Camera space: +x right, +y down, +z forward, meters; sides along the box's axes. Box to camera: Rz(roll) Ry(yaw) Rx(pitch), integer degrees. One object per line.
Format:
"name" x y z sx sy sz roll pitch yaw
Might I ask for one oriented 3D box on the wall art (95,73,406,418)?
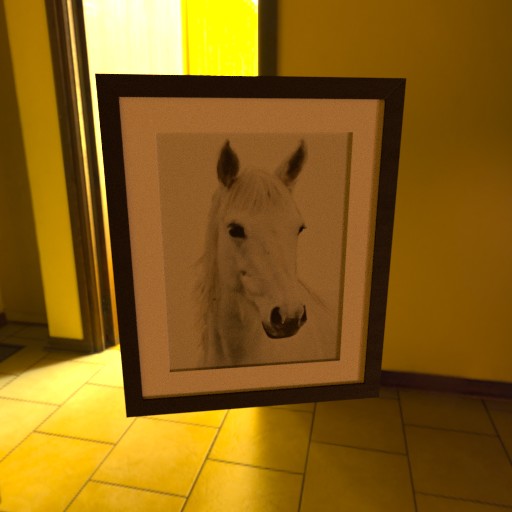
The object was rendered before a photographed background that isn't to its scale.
"wall art" 0.000 0.000 0.734 0.455 0.552 0.034 -2 16 -7
